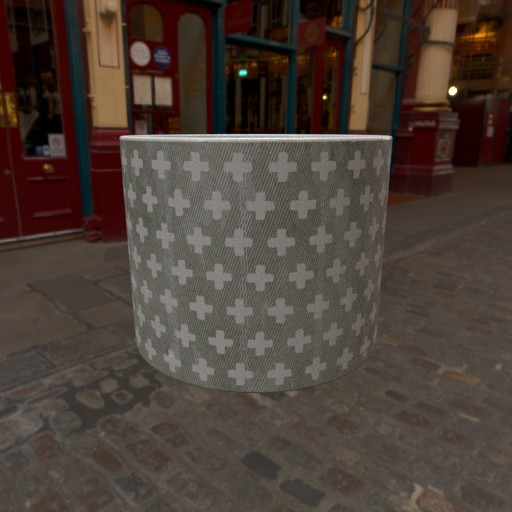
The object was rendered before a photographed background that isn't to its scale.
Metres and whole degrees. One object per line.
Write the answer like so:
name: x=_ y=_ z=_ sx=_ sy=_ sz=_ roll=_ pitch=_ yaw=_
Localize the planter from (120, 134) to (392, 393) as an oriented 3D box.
planter: x=0.000 y=0.000 z=0.456 sx=0.250 sy=0.239 sz=0.250 roll=0 pitch=16 yaw=0
